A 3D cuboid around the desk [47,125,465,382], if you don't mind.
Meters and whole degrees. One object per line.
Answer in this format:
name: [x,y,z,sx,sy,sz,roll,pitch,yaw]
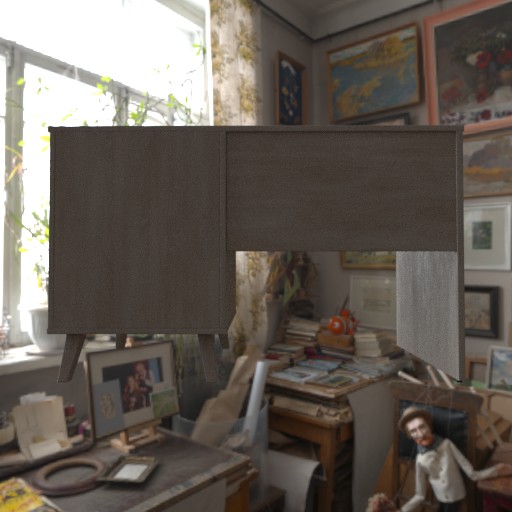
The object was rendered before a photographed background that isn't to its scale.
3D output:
desk: [0.000,0.000,1.621,1.251,0.770,0.600,0,-1,0]
